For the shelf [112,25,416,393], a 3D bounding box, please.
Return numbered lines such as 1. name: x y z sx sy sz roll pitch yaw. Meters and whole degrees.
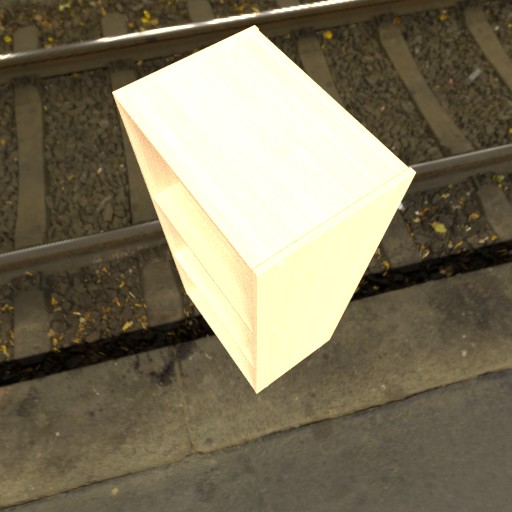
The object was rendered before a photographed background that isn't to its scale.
1. shelf: 0.000 0.000 1.091 0.292 0.876 0.417 -33 68 -15
